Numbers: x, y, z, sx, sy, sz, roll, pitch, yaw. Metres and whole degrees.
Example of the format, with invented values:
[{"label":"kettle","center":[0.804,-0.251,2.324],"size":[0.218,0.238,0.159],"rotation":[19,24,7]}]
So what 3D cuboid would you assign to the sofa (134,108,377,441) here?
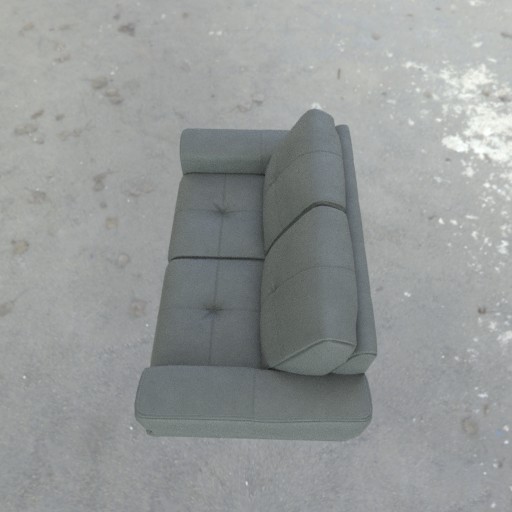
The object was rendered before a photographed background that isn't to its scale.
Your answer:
[{"label":"sofa","center":[0.000,0.000,2.382],"size":[1.018,0.907,1.806],"rotation":[1,57,1]}]
